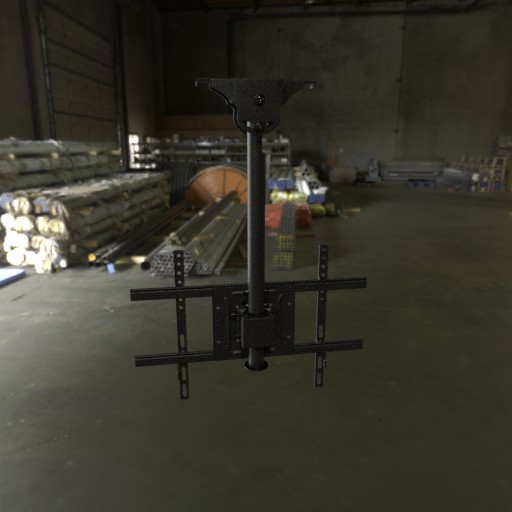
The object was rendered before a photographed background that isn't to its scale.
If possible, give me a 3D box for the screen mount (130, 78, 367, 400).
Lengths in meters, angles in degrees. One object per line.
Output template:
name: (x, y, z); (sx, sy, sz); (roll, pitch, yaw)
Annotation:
screen mount: (0.000, 0.000, 1.046); (0.595, 0.775, 0.090); (-2, 14, -9)
